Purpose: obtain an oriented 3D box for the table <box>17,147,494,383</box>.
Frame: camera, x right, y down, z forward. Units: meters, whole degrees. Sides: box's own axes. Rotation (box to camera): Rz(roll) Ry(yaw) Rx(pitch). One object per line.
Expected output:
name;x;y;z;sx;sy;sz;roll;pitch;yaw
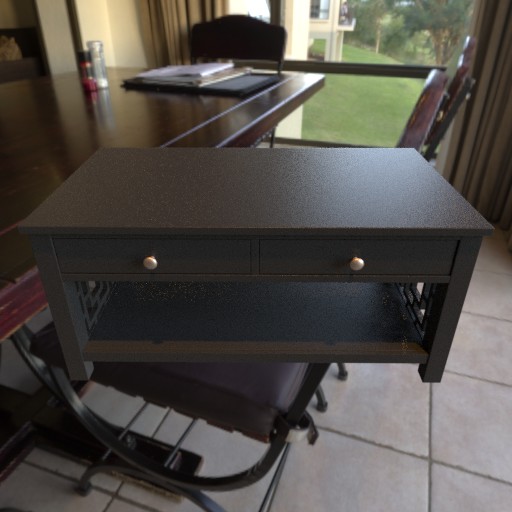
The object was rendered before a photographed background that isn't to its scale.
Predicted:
table;0.000;0.000;1.368;1.068;0.493;0.612;0;31;0
